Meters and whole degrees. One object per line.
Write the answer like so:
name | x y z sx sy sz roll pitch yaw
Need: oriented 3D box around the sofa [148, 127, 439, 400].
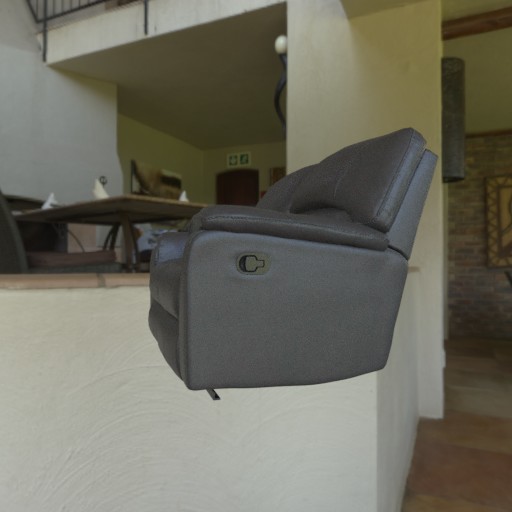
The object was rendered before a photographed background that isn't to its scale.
sofa | 0.000 0.000 2.444 1.104 1.111 1.765 0 -1 -18
